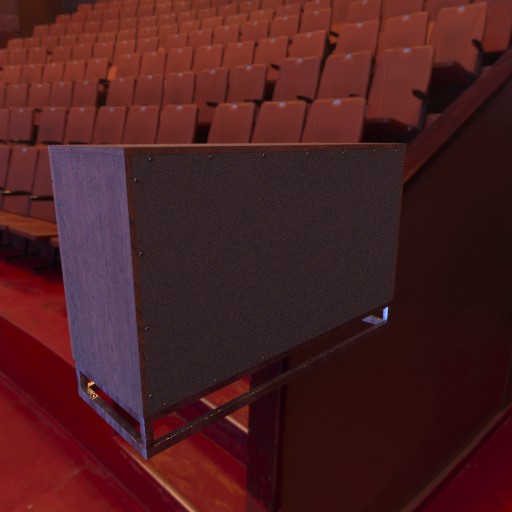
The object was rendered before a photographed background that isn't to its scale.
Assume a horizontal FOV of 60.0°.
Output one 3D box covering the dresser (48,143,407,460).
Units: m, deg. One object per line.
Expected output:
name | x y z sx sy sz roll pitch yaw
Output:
dresser | 0.000 0.000 2.167 1.646 1.061 0.623 -14 20 -42
